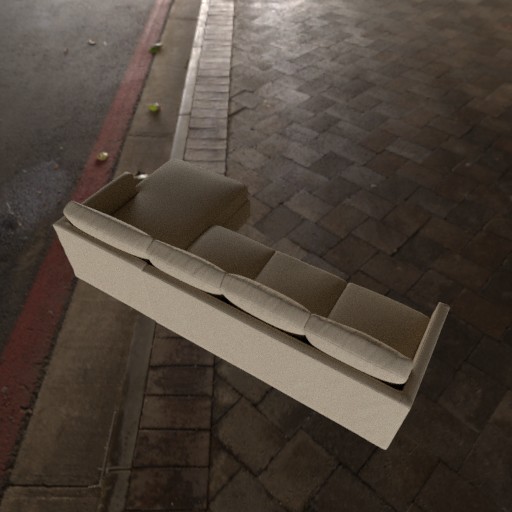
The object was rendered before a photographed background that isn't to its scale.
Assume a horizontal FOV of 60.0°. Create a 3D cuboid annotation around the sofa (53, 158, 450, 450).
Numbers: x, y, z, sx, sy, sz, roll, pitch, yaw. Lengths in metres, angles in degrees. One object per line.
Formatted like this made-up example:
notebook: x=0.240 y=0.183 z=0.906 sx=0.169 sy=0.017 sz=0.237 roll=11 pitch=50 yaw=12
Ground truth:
sofa: x=0.000 y=0.000 z=3.908 sx=3.206 sy=0.871 sz=1.622 roll=24 pitch=51 yaw=21
